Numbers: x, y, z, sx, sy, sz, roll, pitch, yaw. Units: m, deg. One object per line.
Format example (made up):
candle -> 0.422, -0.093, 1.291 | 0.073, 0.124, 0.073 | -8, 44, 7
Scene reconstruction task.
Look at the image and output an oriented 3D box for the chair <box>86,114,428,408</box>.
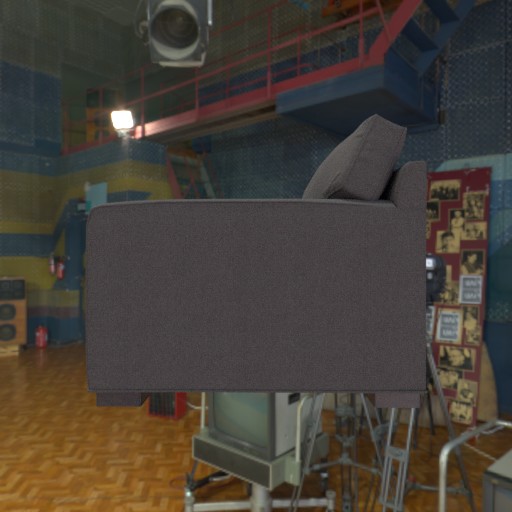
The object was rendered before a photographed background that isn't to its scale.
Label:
chair -> 0.000, 0.000, 1.821 | 1.043, 0.913, 0.997 | 0, 0, 1
